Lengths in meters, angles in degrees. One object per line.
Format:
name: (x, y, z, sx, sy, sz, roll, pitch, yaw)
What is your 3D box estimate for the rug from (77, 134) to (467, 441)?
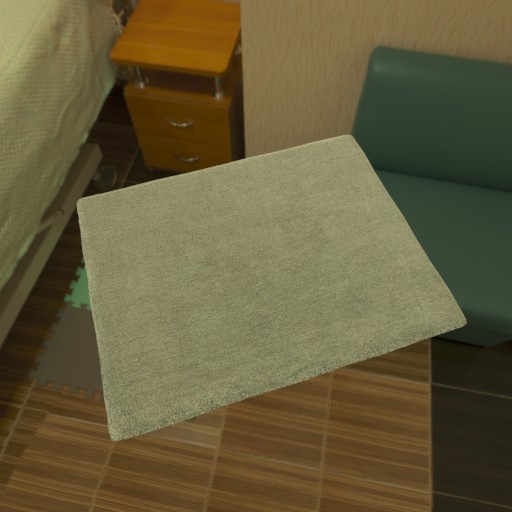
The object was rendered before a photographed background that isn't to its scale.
rug: (0.000, 0.000, 3.947, 2.933, 0.027, 2.332, -16, 60, -9)
